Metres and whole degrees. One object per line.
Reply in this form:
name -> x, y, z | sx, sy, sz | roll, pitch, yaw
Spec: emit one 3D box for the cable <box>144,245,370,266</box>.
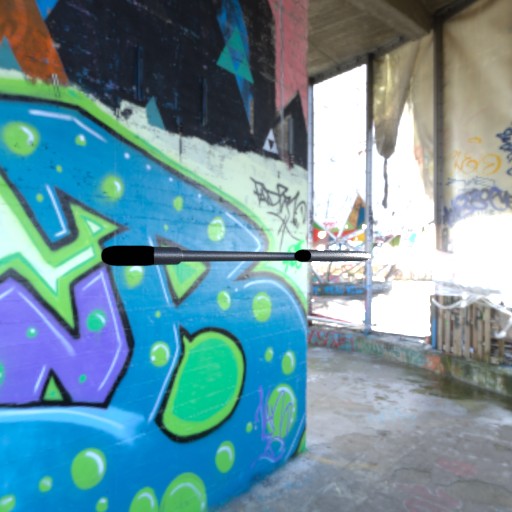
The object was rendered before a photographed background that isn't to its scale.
cable -> 0.000, 0.000, 0.112 | 0.040, 0.006, 0.098 | 0, 0, 37
